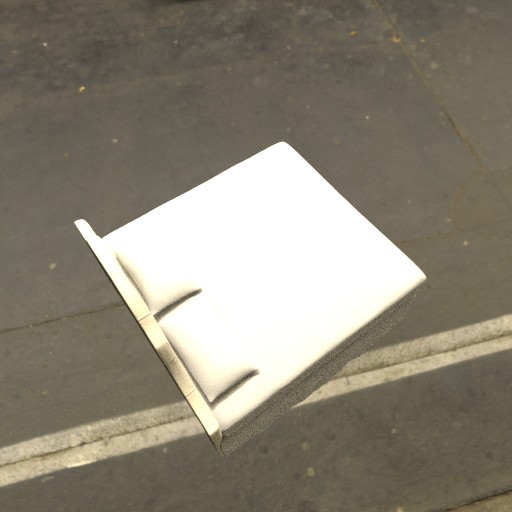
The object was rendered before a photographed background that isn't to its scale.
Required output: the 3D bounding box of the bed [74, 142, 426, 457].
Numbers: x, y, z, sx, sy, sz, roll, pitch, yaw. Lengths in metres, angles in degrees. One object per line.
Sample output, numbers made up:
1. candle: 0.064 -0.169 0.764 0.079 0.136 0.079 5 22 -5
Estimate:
1. bed: 0.000 0.000 3.550 2.086 1.555 2.012 -32 64 -18
